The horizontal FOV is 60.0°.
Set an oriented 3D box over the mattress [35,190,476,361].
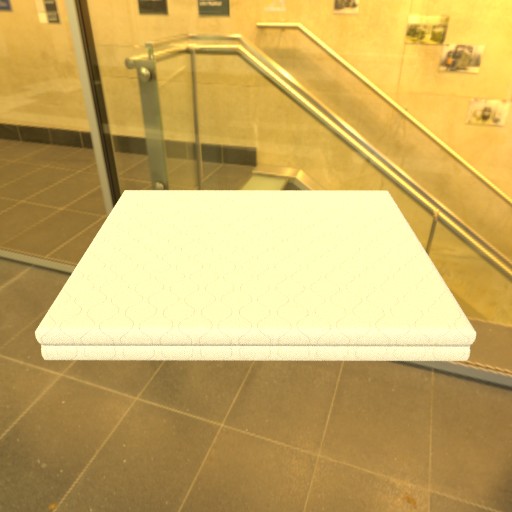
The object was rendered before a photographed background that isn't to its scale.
[{"bbox_3d":[0.000,0.000,2.717,2.000,0.200,1.600,0,32,0],"label":"mattress"}]
